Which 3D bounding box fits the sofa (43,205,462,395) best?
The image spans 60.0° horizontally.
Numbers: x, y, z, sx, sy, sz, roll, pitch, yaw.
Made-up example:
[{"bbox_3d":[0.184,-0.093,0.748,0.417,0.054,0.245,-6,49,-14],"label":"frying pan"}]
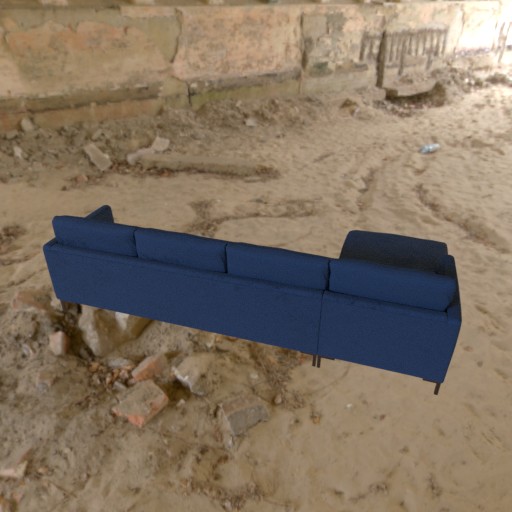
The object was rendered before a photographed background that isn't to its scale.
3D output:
[{"bbox_3d":[0.000,0.000,2.937,2.450,0.679,1.128,9,32,15],"label":"sofa"}]
